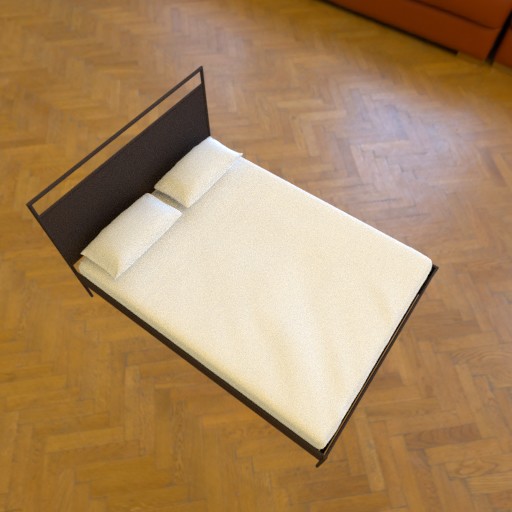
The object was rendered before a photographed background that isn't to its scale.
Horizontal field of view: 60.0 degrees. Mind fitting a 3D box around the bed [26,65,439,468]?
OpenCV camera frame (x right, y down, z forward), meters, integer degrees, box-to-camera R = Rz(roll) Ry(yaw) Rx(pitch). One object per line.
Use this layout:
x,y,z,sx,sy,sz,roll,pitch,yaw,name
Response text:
0.000,0.000,3.033,2.122,1.173,1.572,32,63,18,bed
